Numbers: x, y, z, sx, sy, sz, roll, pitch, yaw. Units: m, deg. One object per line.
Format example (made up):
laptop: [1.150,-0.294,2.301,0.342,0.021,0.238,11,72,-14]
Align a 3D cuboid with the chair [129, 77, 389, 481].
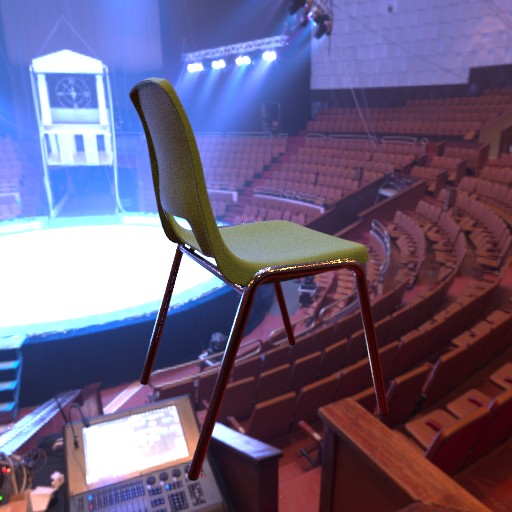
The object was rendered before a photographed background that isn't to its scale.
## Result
chair: [0.000,0.000,0.905,0.436,0.653,0.381,-8,17,-27]
